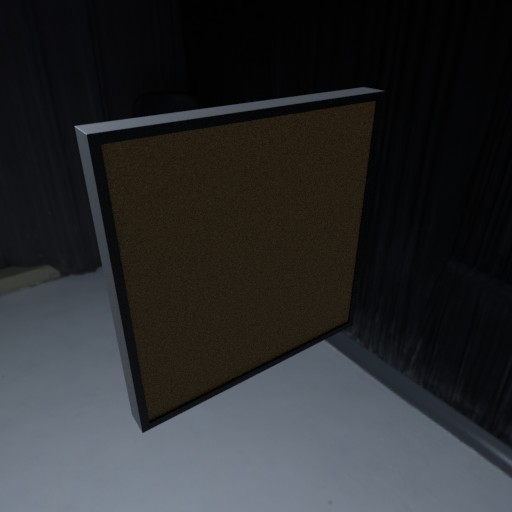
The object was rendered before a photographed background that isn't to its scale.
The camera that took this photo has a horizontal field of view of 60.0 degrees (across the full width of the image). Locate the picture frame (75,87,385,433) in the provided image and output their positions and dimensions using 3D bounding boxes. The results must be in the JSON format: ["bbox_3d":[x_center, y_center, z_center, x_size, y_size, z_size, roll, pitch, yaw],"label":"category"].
[{"bbox_3d":[0.000,0.000,0.485,0.317,0.317,0.030,-19,35,-30],"label":"picture frame"}]
